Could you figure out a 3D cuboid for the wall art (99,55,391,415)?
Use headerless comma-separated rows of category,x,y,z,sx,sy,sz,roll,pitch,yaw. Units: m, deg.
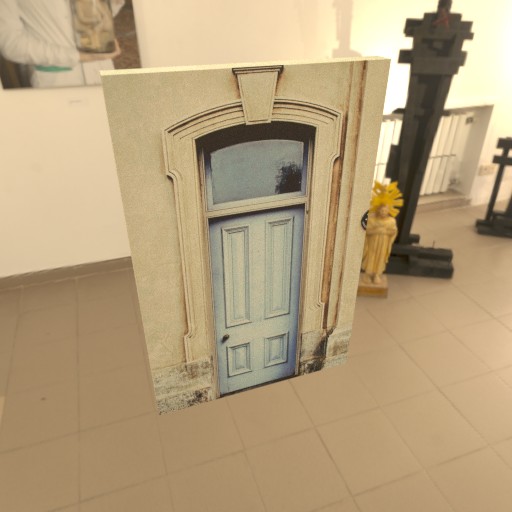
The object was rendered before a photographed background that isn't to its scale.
wall art,0.000,0.000,0.757,0.403,0.607,0.036,-11,33,-17
